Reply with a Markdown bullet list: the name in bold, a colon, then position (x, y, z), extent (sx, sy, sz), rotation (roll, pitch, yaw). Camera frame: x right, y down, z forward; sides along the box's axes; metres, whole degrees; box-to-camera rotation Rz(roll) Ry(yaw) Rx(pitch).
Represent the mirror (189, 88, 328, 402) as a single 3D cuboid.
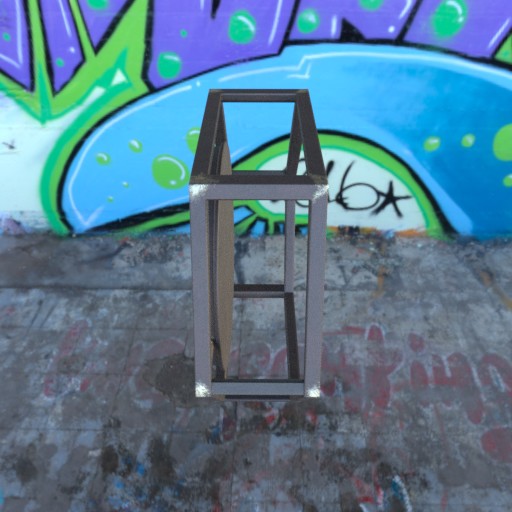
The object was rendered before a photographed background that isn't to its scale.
- **mirror**: position (0.000, 0.000, 0.541), extent (0.119, 0.334, 0.380), rotation (0, 42, 0)
